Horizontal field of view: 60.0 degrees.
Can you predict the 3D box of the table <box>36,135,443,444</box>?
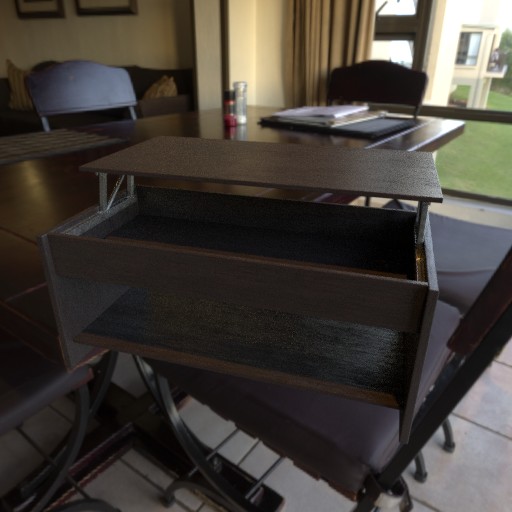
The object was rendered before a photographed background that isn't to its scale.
[{"bbox_3d":[0.000,0.000,1.410,1.000,0.570,0.712,8,27,15],"label":"table"}]
